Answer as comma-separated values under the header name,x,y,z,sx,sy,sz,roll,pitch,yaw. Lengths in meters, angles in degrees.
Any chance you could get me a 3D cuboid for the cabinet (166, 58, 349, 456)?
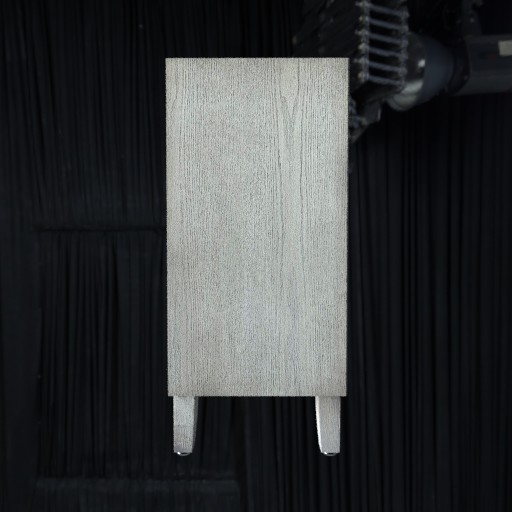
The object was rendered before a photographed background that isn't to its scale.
name,x,y,z,sx,sy,sz,roll,pitch,yaw
cabinet,0.000,0.000,1.256,0.370,0.787,0.781,0,2,0
